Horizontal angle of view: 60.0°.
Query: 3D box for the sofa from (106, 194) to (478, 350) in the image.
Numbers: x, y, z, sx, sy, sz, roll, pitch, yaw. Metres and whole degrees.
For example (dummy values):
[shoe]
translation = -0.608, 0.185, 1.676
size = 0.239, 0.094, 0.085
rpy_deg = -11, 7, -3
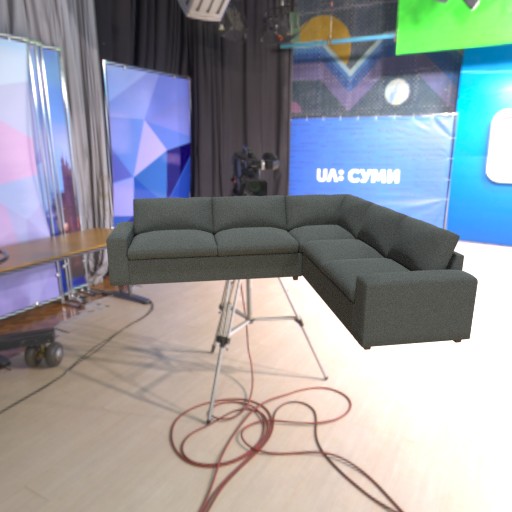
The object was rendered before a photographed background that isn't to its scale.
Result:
[sofa]
translation = 0.000, 0.000, 4.822
size = 3.277, 0.965, 2.895
rpy_deg = -2, 16, -9
